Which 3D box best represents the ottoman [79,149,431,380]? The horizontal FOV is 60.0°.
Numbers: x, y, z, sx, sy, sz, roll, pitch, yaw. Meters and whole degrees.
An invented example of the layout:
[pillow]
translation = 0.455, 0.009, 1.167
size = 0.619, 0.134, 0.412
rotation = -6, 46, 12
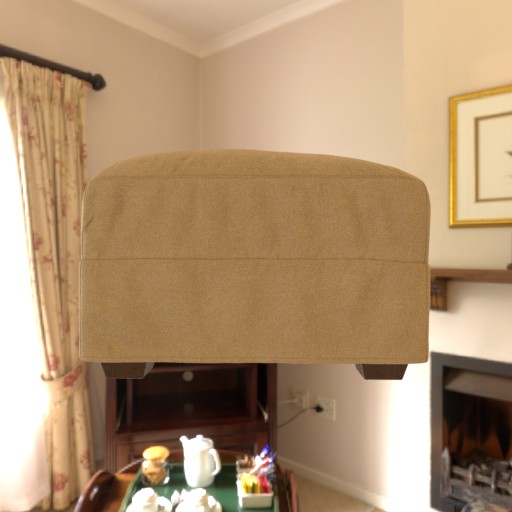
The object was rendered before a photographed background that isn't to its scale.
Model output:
[ottoman]
translation = 0.000, 0.000, 1.098
size = 0.712, 0.480, 0.584
rotation = 0, 0, 1
